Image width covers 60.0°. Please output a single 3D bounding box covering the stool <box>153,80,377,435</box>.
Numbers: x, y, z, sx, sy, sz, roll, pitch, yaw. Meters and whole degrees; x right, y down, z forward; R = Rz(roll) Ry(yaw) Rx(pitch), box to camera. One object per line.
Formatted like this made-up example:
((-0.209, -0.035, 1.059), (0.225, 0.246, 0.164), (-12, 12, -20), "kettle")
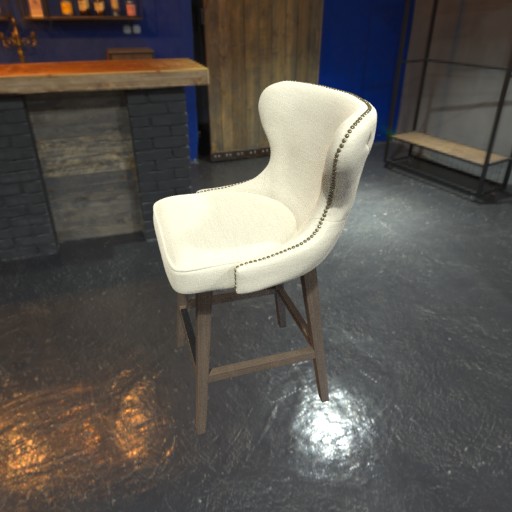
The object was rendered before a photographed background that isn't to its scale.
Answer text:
((0.000, 0.000, 1.418), (0.597, 0.972, 0.615), (-9, 31, -15), "stool")
